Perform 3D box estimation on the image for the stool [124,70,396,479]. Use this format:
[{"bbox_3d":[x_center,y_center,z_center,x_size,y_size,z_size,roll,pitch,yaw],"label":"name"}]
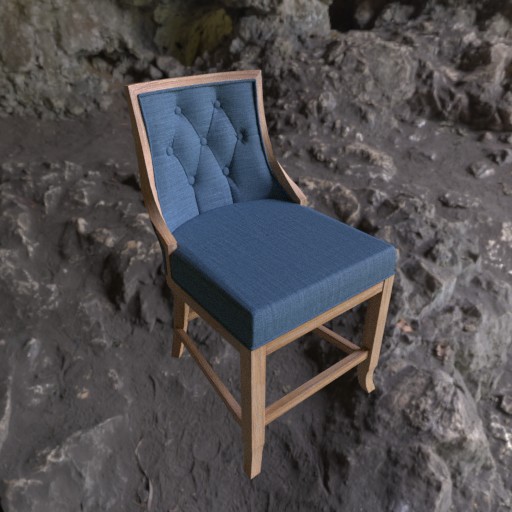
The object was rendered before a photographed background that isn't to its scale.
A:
[{"bbox_3d":[0.000,0.000,1.319,0.524,0.938,0.626,-22,37,-32],"label":"stool"}]
